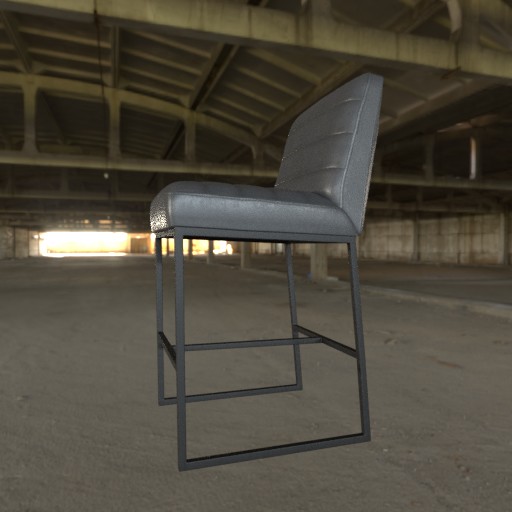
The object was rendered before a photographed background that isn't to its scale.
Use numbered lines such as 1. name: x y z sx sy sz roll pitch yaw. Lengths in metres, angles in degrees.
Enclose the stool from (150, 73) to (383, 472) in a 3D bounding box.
1. stool: 0.000 0.000 1.250 0.552 0.938 0.457 0 2 -18
